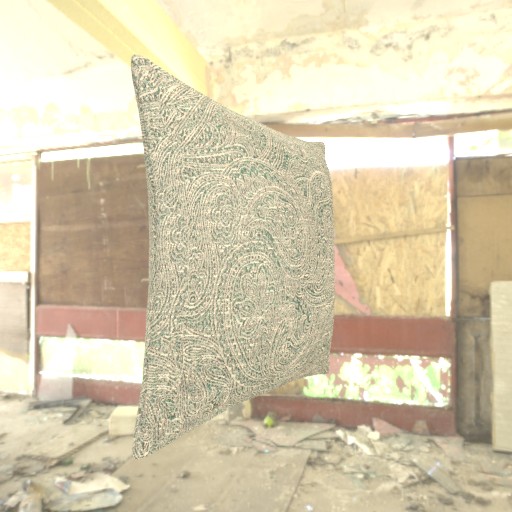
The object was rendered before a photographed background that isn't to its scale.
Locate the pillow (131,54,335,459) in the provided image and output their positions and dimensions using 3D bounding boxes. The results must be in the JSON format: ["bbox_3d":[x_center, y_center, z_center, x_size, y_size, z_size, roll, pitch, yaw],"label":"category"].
[{"bbox_3d":[0.000,0.000,0.762,0.166,0.507,0.526,0,-1,36],"label":"pillow"}]
